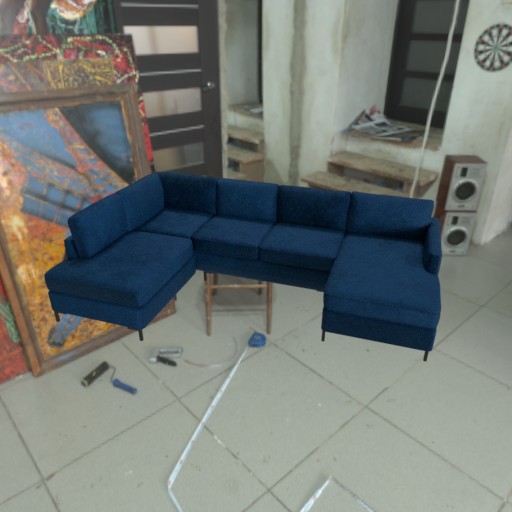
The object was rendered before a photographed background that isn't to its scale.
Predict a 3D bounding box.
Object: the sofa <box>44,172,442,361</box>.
[{"bbox_3d":[0.000,0.000,4.404,3.434,0.992,2.055,9,29,16],"label":"sofa"}]
